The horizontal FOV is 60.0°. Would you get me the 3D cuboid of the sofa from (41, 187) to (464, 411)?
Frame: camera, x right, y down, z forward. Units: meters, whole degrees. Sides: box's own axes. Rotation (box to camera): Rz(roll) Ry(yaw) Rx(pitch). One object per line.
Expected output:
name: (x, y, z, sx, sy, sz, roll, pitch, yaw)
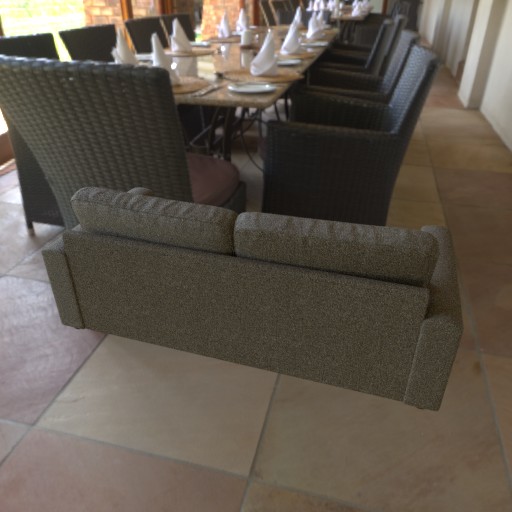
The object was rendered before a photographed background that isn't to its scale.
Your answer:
sofa: (0.000, 0.000, 2.632, 2.179, 0.873, 1.016, 9, 32, 15)
